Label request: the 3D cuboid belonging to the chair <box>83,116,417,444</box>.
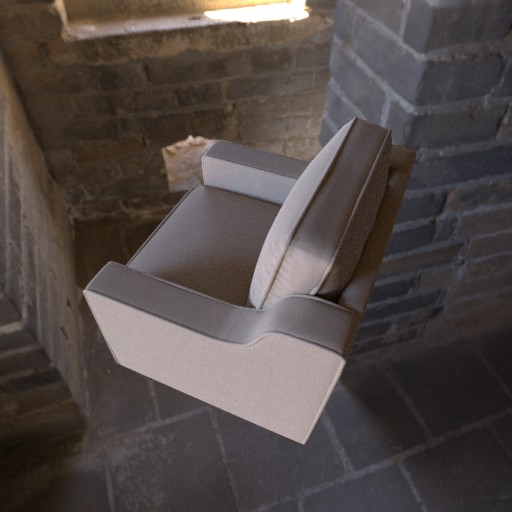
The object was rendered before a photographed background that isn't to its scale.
[{"bbox_3d":[0.000,0.000,1.657,0.882,0.948,0.922,18,50,16],"label":"chair"}]
